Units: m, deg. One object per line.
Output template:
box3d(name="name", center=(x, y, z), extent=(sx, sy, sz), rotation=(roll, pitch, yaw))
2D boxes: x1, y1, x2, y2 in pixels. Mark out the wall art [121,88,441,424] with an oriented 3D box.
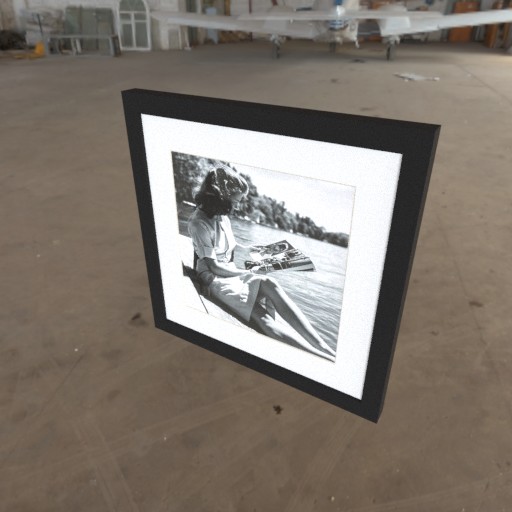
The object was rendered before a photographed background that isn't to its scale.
box3d(name="wall art", center=(0.000, 0.000, 0.698), extent=(0.462, 0.458, 0.030), rotation=(17, 34, 27))
